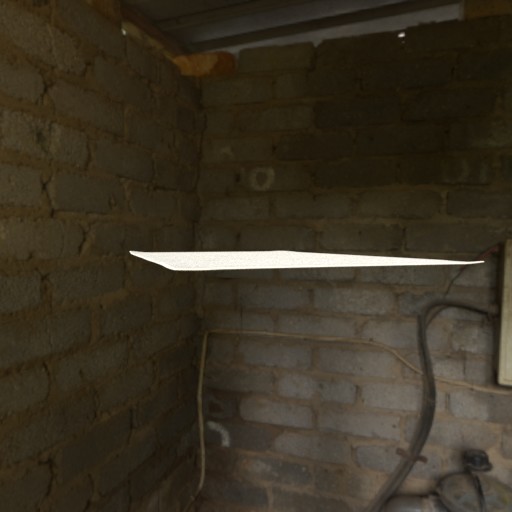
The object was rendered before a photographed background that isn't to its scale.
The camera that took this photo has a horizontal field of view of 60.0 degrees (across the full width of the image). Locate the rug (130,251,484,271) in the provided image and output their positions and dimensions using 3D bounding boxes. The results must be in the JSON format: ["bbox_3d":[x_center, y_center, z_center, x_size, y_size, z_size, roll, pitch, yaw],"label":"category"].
[{"bbox_3d":[0.000,0.000,2.442,1.214,0.023,1.947,-1,2,-20],"label":"rug"}]
